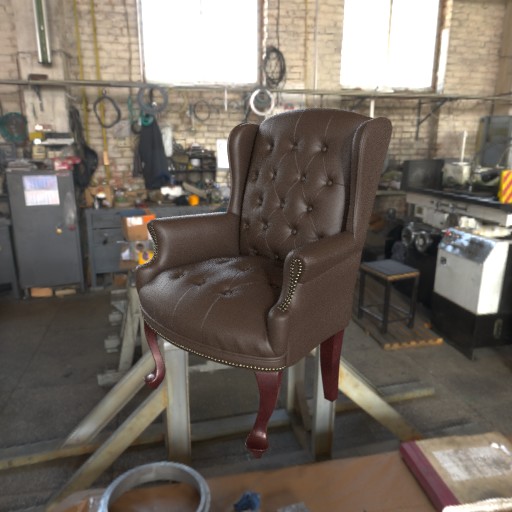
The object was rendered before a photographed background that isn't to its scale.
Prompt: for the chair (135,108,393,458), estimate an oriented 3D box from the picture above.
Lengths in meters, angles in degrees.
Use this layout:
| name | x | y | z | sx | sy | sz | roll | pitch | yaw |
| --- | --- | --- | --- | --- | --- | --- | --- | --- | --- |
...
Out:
| name | x | y | z | sx | sy | sz | roll | pitch | yaw |
| --- | --- | --- | --- | --- | --- | --- | --- | --- | --- |
| chair | 0.000 | 0.000 | 1.735 | 0.829 | 1.132 | 0.819 | 14 | 20 | 42 |
